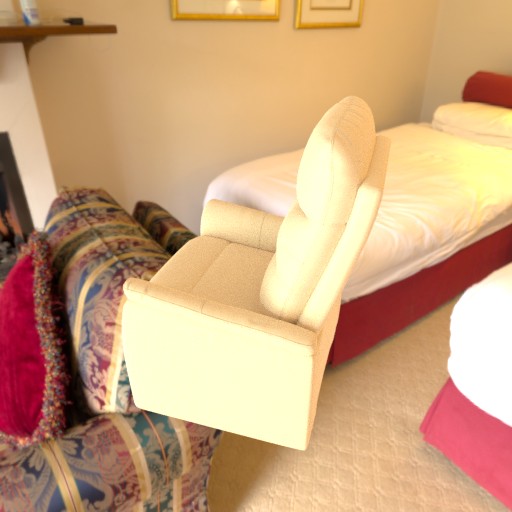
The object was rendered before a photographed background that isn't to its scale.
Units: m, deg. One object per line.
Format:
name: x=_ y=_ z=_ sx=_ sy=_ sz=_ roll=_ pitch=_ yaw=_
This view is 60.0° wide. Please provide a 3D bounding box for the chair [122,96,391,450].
chair: x=0.000 y=0.000 z=1.634 sx=0.831 sy=1.082 sz=0.775 roll=9 pitch=31 yaw=15
